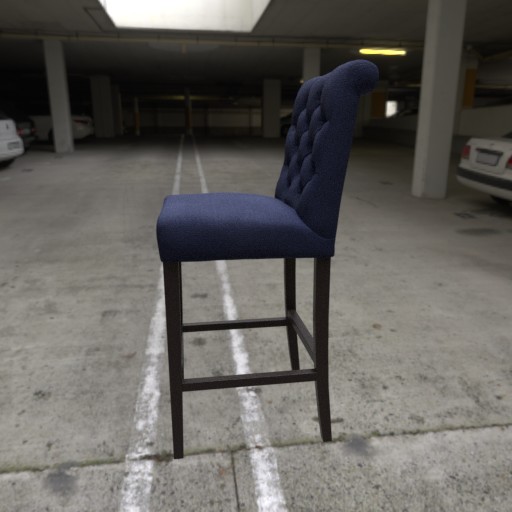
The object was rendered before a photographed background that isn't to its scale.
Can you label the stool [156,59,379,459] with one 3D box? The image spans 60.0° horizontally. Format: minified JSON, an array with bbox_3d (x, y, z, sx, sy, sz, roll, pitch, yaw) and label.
[{"bbox_3d":[0.000,0.000,1.452,0.601,1.140,0.493,-2,15,-8],"label":"stool"}]
